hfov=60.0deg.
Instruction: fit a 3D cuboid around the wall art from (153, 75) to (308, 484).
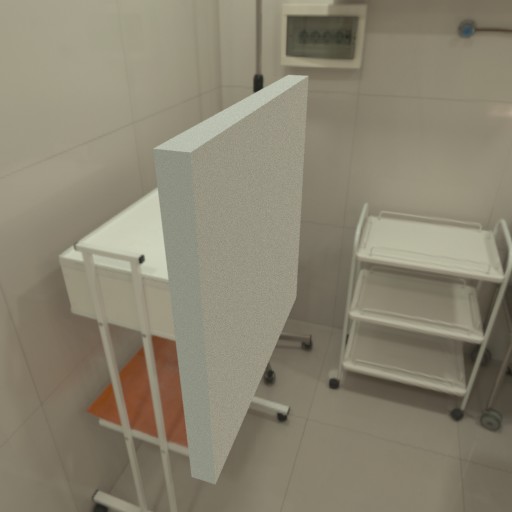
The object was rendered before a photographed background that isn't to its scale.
[{"bbox_3d":[0.000,0.000,0.526,0.027,0.355,0.355,9,31,16],"label":"wall art"}]
